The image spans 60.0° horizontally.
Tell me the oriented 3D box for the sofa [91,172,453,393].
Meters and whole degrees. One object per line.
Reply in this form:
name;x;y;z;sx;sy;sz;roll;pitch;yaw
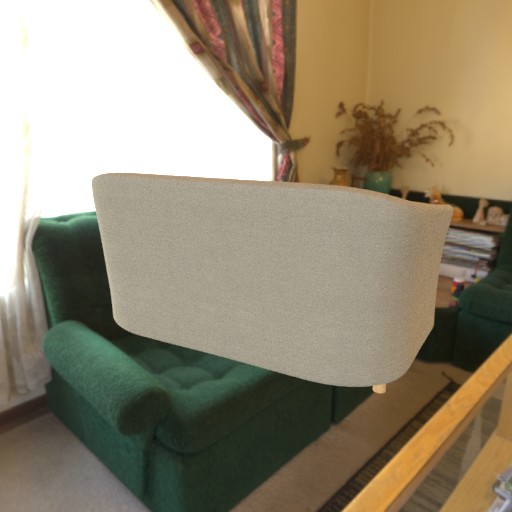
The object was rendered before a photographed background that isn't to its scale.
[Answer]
sofa;0.000;0.000;1.881;1.452;0.721;0.705;8;18;26
